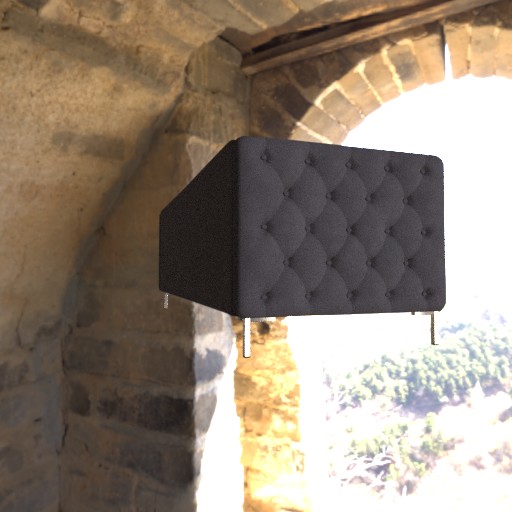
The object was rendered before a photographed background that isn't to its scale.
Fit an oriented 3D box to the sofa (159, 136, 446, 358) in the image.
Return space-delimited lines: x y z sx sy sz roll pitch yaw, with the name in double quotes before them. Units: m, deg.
"sofa" 0.000 0.000 2.644 0.895 0.771 2.209 1 -2 -19
